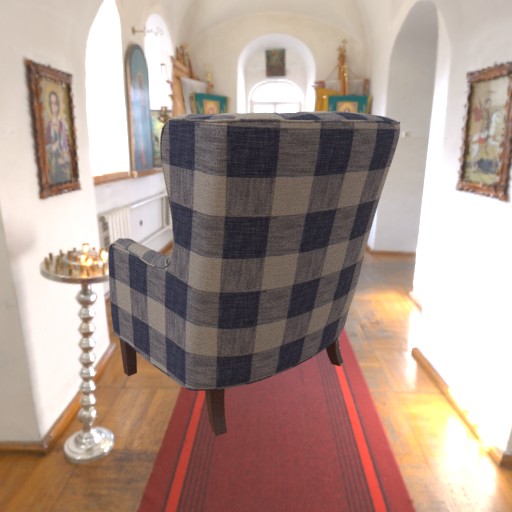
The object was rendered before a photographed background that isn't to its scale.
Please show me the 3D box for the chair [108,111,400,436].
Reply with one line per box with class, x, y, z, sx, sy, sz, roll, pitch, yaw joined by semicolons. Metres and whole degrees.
chair;0.000;0.000;1.708;0.830;1.041;0.889;-14;21;-41
